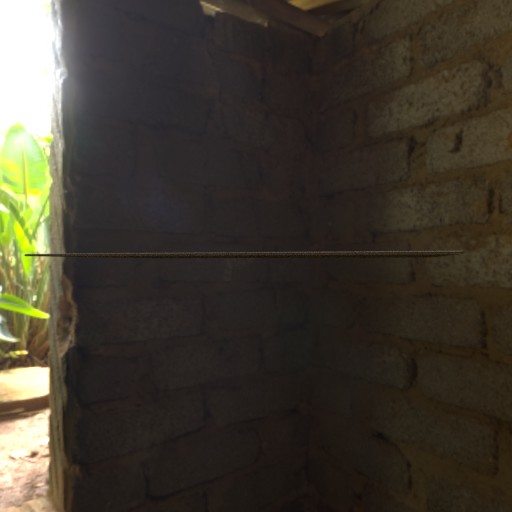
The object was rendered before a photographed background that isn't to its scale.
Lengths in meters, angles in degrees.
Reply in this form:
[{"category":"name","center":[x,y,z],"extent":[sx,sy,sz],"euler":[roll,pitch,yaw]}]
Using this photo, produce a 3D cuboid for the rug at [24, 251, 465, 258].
[{"category":"rug","center":[0.000,0.000,2.318],"extent":[1.829,0.010,1.219],"euler":[0,-1,17]}]
